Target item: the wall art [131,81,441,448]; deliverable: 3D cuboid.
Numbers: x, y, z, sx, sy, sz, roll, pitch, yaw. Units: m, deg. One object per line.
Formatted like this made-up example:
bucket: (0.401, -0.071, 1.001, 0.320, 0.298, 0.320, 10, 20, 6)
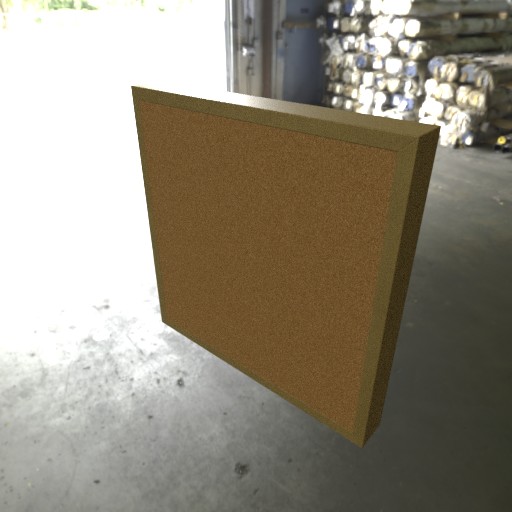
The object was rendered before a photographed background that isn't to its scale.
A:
wall art: (0.000, 0.000, 0.456, 0.305, 0.305, 0.038, 23, 37, 34)
